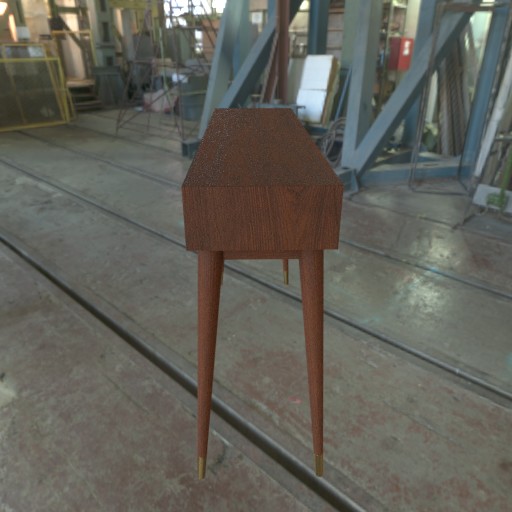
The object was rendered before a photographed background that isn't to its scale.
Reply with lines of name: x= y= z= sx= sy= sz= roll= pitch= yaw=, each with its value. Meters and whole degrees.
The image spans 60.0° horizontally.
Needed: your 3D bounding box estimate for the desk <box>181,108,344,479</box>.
desk: x=0.000 y=0.000 z=1.683 sx=0.384 sy=0.917 sz=1.204 roll=-1 pitch=26 yaw=-1
